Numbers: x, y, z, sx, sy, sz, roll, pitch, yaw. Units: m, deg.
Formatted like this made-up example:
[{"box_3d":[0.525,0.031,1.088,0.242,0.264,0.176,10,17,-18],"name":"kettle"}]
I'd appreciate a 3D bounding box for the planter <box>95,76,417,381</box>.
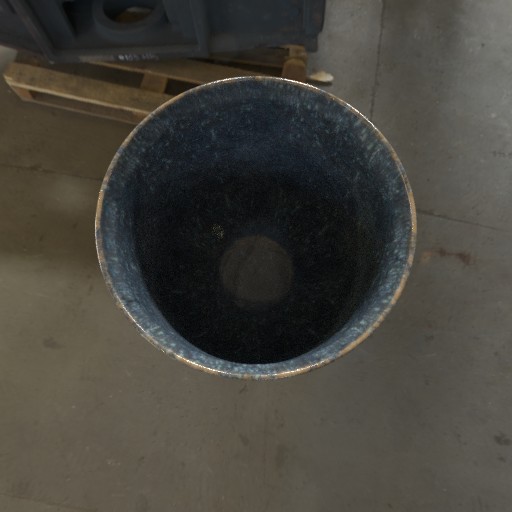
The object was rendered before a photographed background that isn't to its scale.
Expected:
[{"box_3d":[0.000,0.000,0.496,0.266,0.270,0.266,0,75,0],"name":"planter"}]
